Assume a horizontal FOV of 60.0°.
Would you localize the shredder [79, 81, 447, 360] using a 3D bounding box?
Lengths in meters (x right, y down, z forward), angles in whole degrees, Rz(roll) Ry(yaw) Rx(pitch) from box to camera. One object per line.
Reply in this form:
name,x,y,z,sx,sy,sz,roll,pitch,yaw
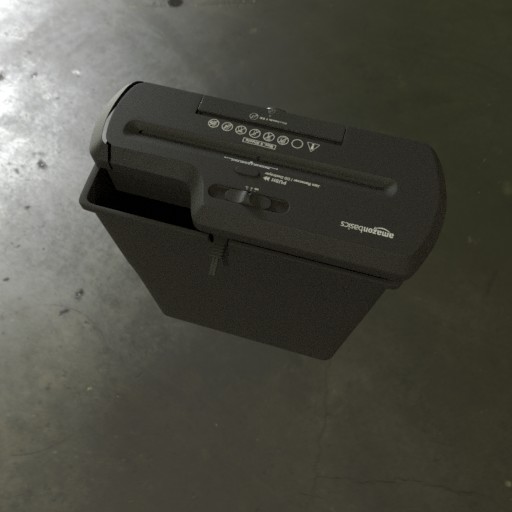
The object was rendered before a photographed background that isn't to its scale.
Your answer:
shredder,0.000,0.000,0.515,0.320,0.335,0.170,15,64,7
